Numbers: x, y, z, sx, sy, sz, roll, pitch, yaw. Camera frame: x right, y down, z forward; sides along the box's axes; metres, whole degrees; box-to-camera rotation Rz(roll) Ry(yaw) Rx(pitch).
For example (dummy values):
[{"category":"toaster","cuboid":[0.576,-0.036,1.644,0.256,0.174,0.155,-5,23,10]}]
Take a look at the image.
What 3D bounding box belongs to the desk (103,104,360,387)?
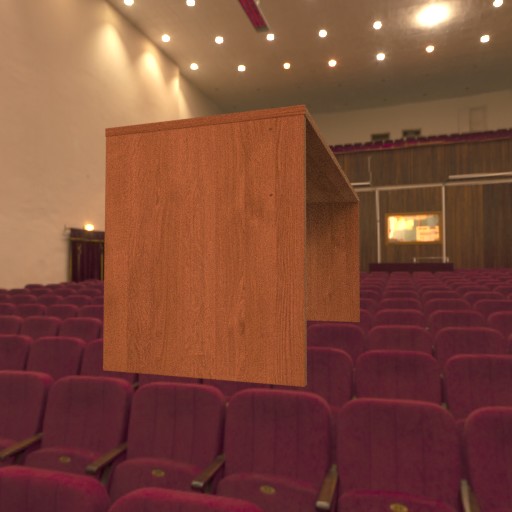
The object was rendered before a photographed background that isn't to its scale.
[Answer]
[{"category":"desk","cuboid":[0.000,0.000,2.062,0.802,0.752,1.600,-1,-2,18]}]
